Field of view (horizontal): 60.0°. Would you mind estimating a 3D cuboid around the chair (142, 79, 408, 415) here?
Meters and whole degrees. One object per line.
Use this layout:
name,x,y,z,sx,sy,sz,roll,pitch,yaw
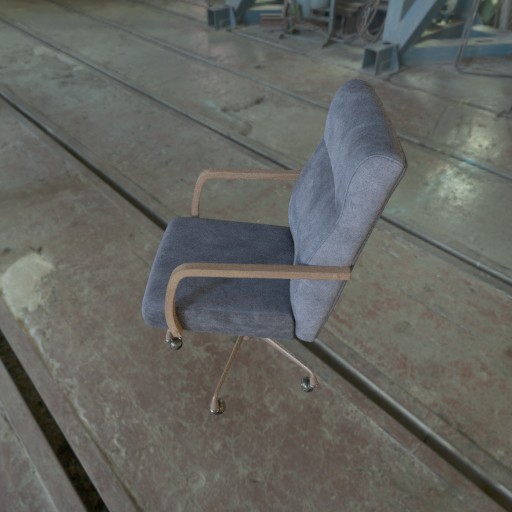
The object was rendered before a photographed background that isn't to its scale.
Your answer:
chair,0.000,0.000,1.497,0.741,1.029,0.640,2,41,2
